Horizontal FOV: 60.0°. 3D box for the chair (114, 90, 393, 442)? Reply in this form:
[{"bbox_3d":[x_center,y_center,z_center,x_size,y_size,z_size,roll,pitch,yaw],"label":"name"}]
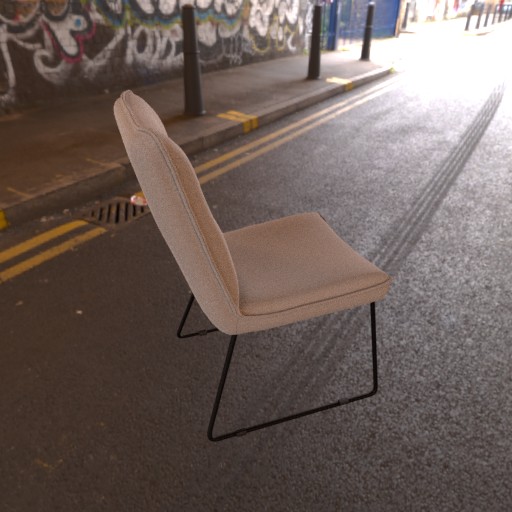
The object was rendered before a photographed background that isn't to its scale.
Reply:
[{"bbox_3d":[0.000,0.000,1.358,0.688,0.930,0.515,-10,31,-17],"label":"chair"}]
